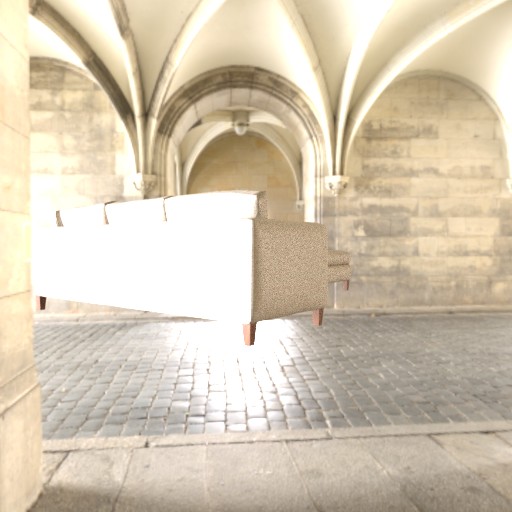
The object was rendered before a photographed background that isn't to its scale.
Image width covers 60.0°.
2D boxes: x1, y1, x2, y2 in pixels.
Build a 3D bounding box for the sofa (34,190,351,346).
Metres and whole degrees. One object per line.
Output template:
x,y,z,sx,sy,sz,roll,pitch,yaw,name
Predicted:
0.000,0.000,4.679,2.594,0.961,3.460,1,2,37,sofa
